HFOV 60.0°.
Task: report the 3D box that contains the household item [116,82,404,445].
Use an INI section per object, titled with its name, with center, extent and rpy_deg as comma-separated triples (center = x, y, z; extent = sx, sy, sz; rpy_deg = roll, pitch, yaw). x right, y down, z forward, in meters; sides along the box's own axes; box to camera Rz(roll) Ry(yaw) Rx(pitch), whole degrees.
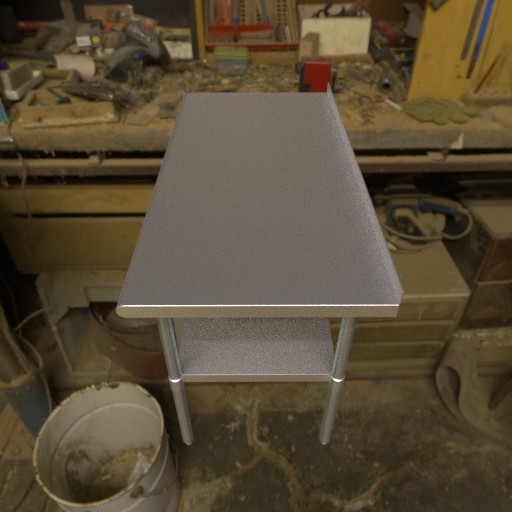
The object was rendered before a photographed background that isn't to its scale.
[household item]
center = 0.000, 0.000, 1.657
extent = 0.610, 0.851, 1.219
rpy_deg = 0, 41, 0
